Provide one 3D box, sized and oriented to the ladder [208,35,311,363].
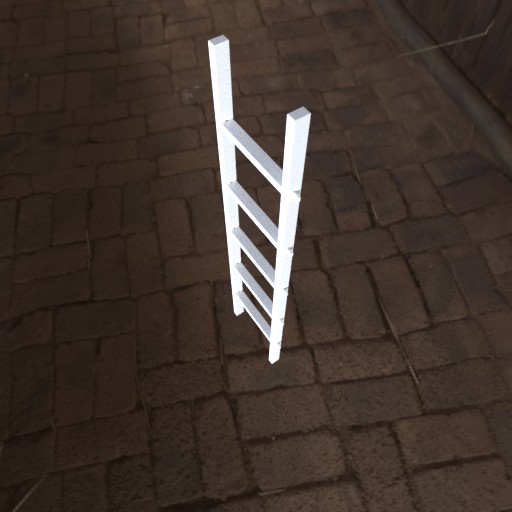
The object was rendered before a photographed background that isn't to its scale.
[{"bbox_3d":[0.000,0.000,1.926,0.051,1.797,0.452,-30,63,-18],"label":"ladder"}]
